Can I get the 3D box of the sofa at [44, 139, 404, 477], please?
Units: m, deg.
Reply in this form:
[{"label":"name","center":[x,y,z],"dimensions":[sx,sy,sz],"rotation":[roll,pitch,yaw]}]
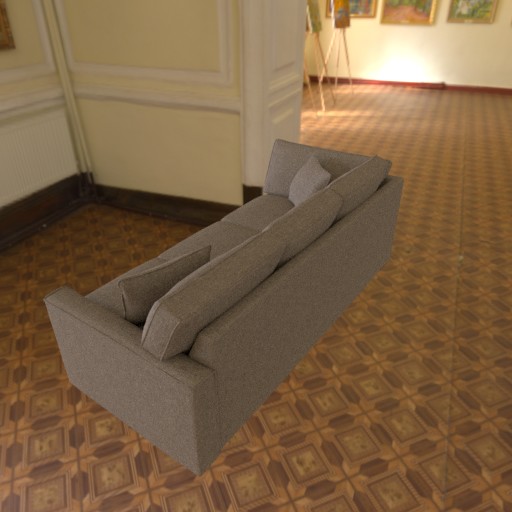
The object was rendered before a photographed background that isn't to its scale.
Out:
[{"label":"sofa","center":[0.000,0.000,2.838],"dimensions":[1.061,0.962,2.317],"rotation":[20,37,30]}]
